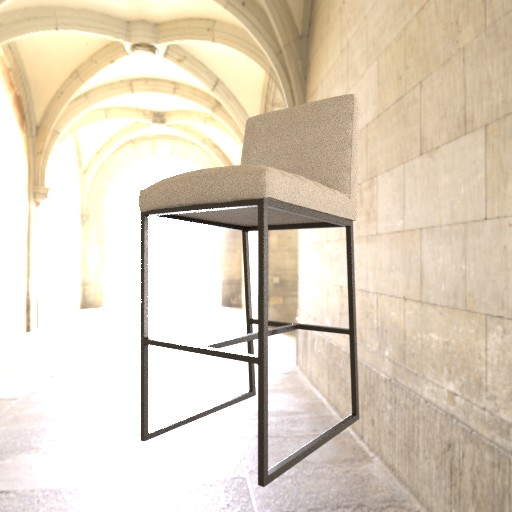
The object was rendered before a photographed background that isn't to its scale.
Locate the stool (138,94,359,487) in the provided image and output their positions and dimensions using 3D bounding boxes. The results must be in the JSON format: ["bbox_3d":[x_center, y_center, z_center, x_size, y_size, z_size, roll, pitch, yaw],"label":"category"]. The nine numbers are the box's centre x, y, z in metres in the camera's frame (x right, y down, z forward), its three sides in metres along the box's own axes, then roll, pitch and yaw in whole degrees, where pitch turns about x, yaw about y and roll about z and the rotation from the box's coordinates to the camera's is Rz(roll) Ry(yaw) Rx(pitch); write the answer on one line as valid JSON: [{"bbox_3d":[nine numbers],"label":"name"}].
[{"bbox_3d":[0.000,0.000,1.358,0.464,1.061,0.573,0,0,36],"label":"stool"}]
